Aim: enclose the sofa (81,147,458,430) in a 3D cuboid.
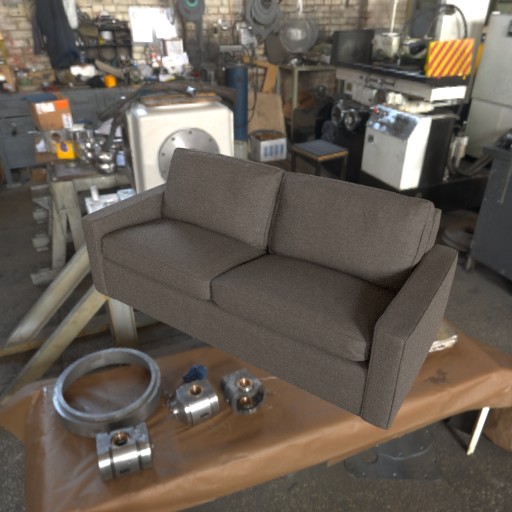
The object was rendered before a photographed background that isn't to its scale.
[{"bbox_3d":[0.000,0.000,2.636,2.080,0.919,0.940,18,34,29],"label":"sofa"}]
